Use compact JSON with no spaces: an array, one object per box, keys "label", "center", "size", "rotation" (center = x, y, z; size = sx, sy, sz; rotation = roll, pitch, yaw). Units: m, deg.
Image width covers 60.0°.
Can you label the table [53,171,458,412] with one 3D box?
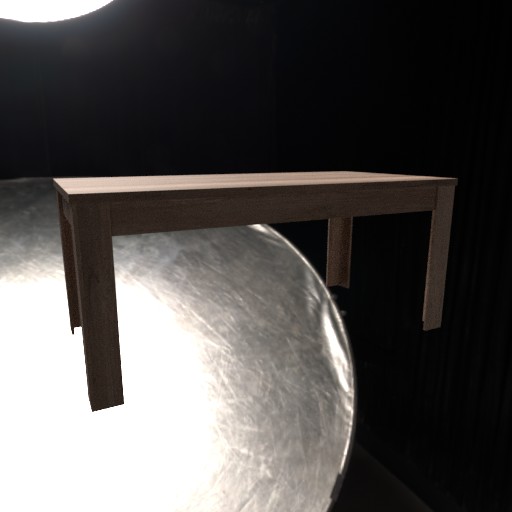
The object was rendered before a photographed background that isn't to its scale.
[{"label":"table","center":[0.000,0.000,2.294],"size":[1.800,0.790,0.900],"rotation":[-7,15,-26]}]
